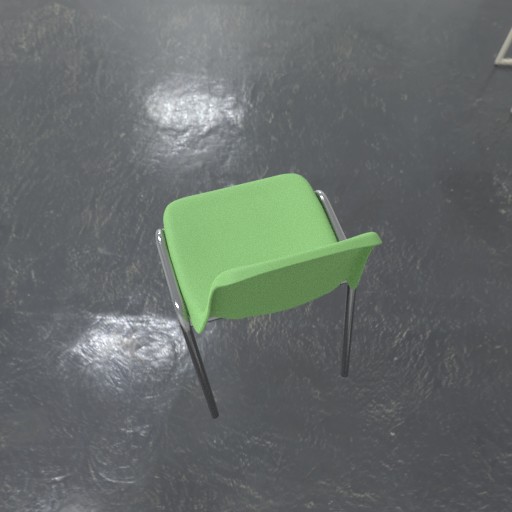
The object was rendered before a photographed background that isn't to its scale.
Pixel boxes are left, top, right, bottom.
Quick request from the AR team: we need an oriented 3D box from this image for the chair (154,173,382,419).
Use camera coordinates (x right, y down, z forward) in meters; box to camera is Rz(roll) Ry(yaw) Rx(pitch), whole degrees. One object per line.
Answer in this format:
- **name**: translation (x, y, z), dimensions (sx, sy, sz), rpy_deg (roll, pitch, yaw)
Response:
- **chair**: translation (0.000, 0.000, 0.918), dimensions (0.381, 0.653, 0.436), rpy_deg (-15, 60, -9)
